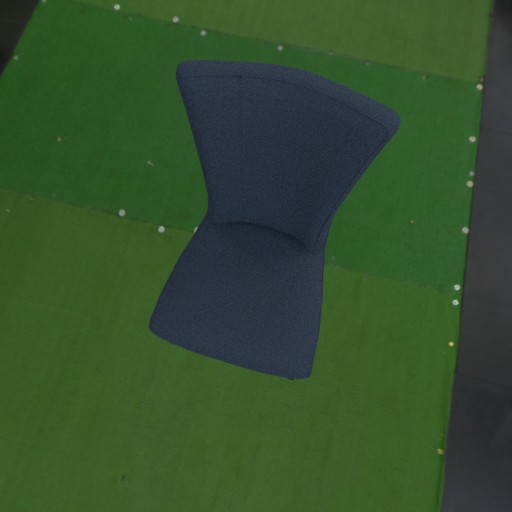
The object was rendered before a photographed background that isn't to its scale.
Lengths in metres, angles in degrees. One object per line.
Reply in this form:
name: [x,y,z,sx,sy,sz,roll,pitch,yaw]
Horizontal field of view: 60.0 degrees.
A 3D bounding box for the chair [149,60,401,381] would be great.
chair: [0.000,0.000,1.376,0.520,0.991,0.660,16,74,5]
